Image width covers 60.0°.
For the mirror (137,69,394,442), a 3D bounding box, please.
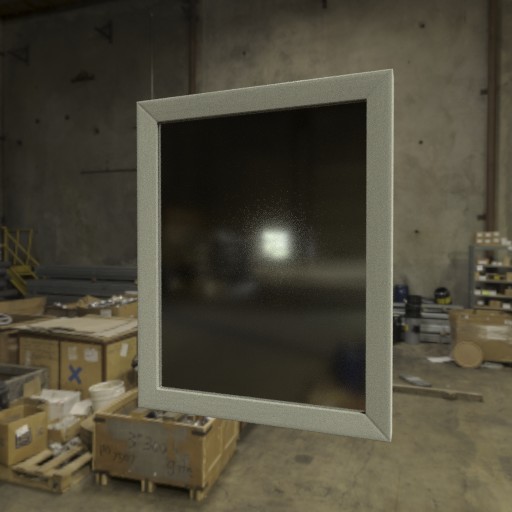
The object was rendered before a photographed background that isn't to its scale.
[{"bbox_3d":[0.000,0.000,0.688,0.405,0.508,0.041,0,1,20],"label":"mirror"}]
